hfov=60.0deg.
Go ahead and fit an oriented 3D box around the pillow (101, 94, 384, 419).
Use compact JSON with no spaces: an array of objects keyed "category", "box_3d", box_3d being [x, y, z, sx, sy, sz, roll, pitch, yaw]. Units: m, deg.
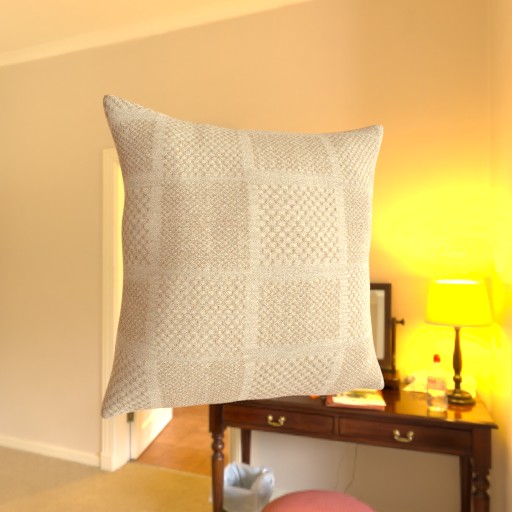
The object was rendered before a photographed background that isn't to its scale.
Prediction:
[{"category":"pillow","box_3d":[0.000,0.000,0.660,0.436,0.432,0.138,0,0,-18]}]
